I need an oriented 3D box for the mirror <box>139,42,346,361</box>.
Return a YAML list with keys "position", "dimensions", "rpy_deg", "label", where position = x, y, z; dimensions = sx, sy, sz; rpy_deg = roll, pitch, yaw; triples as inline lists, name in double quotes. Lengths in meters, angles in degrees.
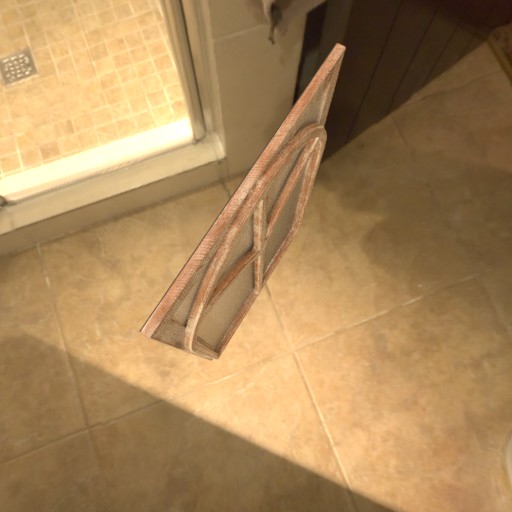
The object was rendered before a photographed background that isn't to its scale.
- position: [0.000, 0.000, 0.971]
  dimensions: [0.058, 0.787, 0.495]
  rpy_deg: [31, 77, 8]
  label: "mirror"
